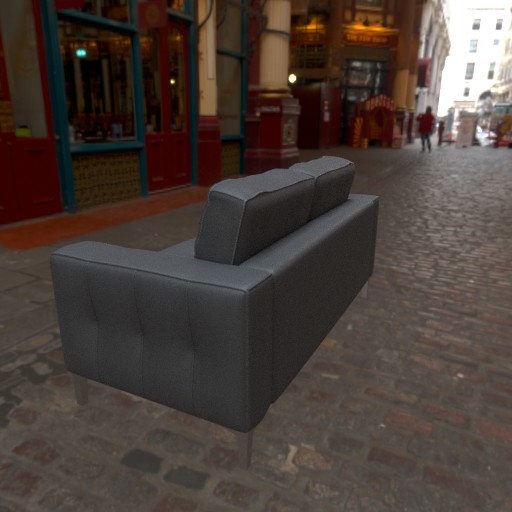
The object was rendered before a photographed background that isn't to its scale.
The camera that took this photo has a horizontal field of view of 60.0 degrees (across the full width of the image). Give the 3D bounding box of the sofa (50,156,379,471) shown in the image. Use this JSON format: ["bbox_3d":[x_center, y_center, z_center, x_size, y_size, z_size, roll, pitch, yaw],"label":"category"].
[{"bbox_3d":[0.000,0.000,2.172,0.833,0.893,1.726,9,20,26],"label":"sofa"}]
